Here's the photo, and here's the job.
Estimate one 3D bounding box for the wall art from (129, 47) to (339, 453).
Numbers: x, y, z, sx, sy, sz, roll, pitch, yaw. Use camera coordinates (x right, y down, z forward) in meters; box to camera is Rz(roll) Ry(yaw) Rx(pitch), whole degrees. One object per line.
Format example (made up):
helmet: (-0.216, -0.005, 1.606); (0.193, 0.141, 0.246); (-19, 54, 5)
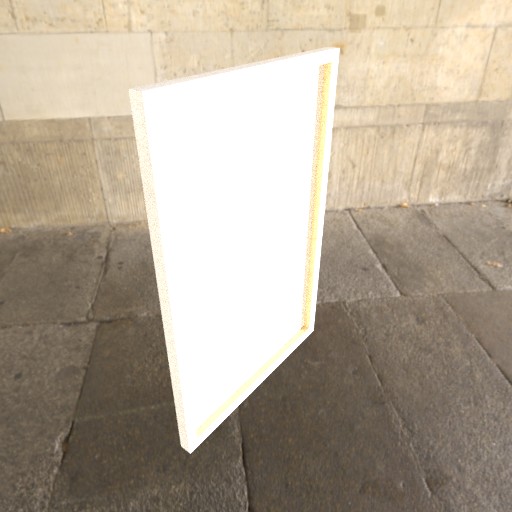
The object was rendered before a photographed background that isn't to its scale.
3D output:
wall art: (0.000, 0.000, 1.132); (0.038, 0.912, 0.607); (23, 39, 31)
